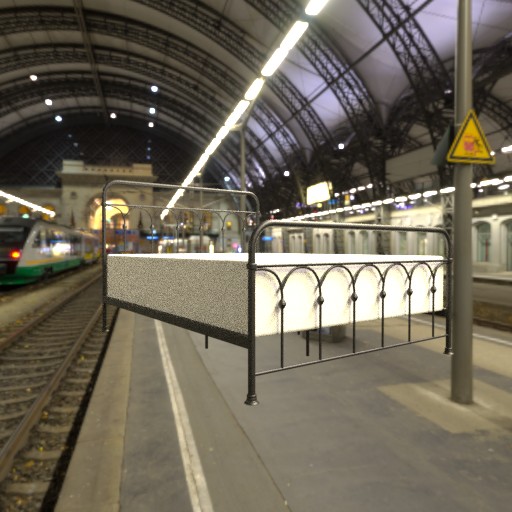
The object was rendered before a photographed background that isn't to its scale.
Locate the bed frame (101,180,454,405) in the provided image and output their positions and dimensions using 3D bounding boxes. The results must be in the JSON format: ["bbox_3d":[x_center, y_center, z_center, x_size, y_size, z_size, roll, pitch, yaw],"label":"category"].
[{"bbox_3d":[0.000,0.000,3.316,1.664,1.276,2.203,-1,1,-36],"label":"bed frame"}]
